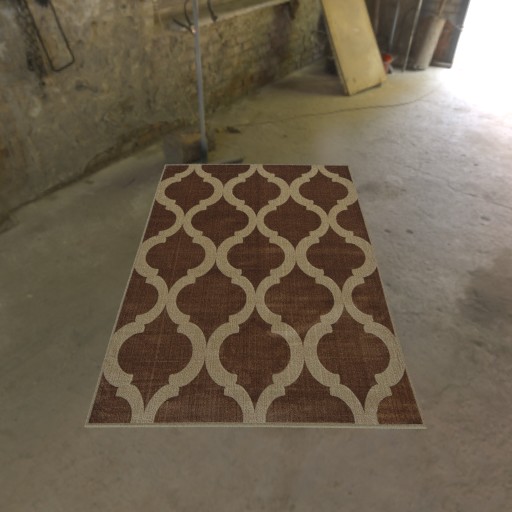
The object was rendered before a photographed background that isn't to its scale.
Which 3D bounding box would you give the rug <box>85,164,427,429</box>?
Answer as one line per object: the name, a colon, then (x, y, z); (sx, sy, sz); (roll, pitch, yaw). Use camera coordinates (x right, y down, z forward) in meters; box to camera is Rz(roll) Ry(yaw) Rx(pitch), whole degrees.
rug: (0.000, 0.000, 2.812); (1.526, 0.014, 2.290); (0, 41, 0)
